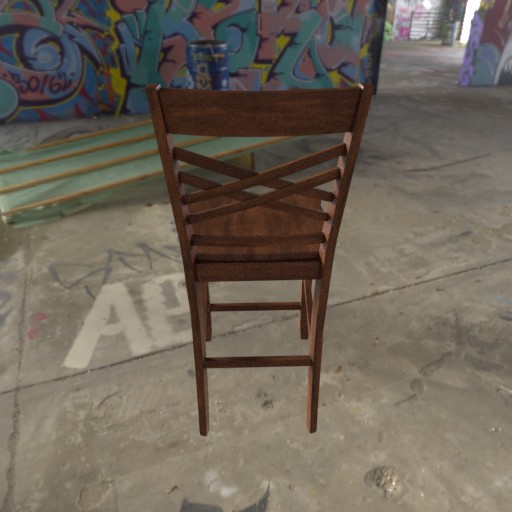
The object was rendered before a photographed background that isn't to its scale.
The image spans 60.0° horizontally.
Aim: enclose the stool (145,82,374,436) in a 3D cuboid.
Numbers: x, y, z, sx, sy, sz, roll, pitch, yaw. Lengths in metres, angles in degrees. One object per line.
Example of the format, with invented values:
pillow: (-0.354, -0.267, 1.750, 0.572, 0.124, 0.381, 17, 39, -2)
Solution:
stool: (0.000, 0.000, 1.376, 0.462, 1.079, 0.539, -1, 30, -2)
